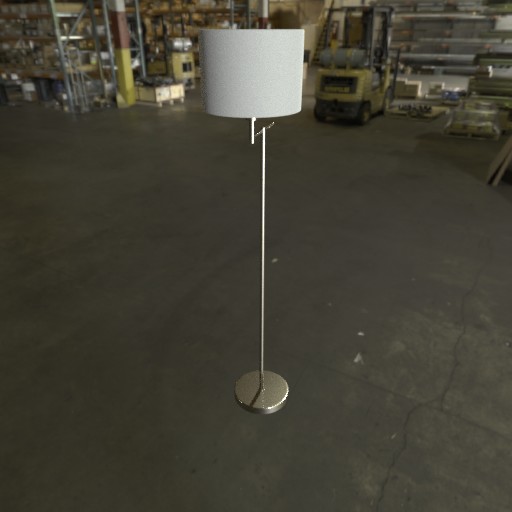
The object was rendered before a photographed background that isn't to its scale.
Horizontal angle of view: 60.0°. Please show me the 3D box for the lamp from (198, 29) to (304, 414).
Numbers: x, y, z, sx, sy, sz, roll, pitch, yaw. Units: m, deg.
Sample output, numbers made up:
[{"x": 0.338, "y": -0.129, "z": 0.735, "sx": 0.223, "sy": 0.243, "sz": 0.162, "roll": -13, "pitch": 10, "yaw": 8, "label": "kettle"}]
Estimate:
[{"x": 0.000, "y": 0.000, "z": 1.757, "sx": 0.324, "sy": 1.600, "sz": 0.416, "roll": 9, "pitch": 28, "yaw": 16, "label": "lamp"}]
